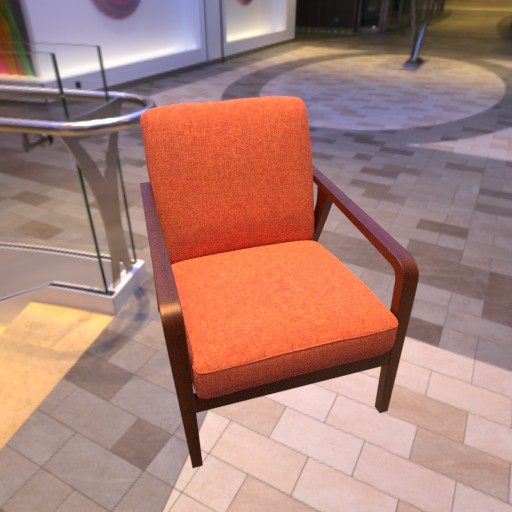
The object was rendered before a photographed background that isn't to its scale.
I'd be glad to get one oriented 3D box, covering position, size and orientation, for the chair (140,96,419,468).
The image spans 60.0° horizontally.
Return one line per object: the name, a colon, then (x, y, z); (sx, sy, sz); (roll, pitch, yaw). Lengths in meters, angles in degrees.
chair: (0.000, 0.000, 1.516); (0.719, 0.890, 0.860); (-10, 34, -15)
